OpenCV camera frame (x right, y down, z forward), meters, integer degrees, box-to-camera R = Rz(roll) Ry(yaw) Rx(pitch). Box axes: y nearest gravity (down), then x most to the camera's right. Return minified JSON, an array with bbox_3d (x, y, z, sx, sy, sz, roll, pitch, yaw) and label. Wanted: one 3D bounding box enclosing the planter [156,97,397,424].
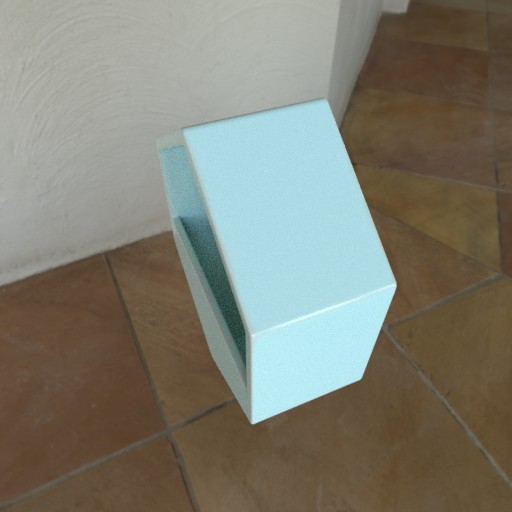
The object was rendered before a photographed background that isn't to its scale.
[{"bbox_3d":[0.000,0.000,0.291,0.078,0.207,0.169,-17,50,-15],"label":"planter"}]
